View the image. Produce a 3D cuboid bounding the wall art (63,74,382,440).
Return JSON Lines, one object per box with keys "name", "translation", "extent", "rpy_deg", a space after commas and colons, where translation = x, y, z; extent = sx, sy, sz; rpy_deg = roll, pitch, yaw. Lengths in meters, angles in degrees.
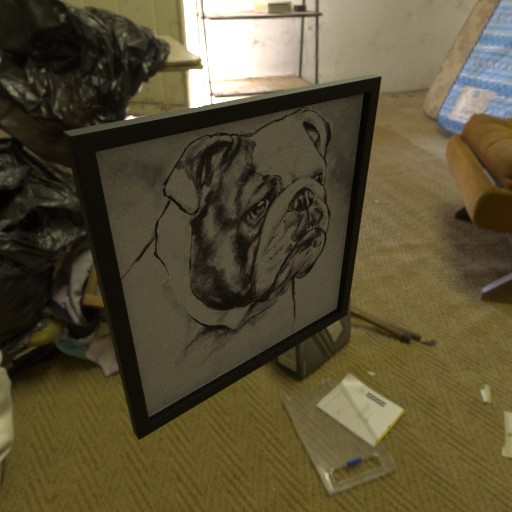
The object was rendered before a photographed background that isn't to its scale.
{"name": "wall art", "translation": [0.000, 0.000, 0.656], "extent": [0.456, 0.453, 0.022], "rpy_deg": [-23, 39, -32]}
